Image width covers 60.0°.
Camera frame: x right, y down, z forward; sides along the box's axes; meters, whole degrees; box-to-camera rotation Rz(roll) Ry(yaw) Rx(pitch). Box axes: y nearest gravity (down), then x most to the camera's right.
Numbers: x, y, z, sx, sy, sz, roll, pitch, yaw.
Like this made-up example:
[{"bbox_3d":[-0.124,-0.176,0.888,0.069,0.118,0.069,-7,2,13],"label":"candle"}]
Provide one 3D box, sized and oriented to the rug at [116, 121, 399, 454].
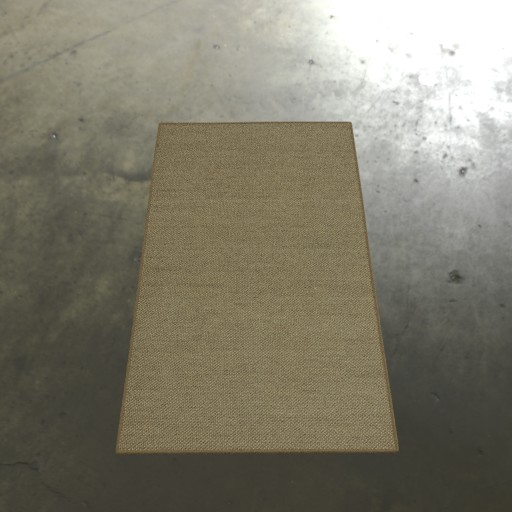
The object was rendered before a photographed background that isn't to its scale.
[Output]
[{"bbox_3d":[0.000,0.000,2.042,1.062,0.013,1.667,0,62,0],"label":"rug"}]
